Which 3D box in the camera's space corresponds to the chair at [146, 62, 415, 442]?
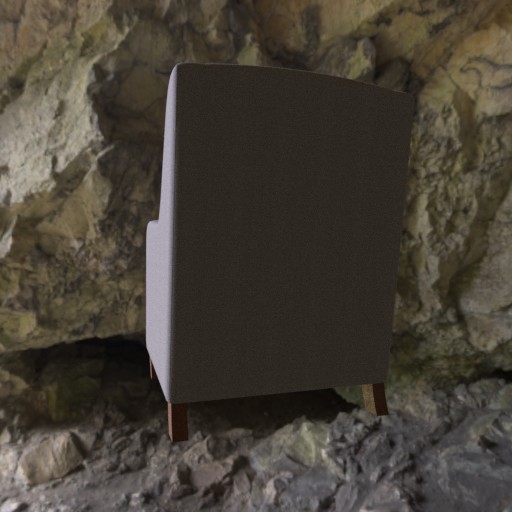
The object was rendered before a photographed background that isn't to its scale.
[{"bbox_3d":[0.000,0.000,1.608,0.715,1.017,0.890,0,-1,-18],"label":"chair"}]
